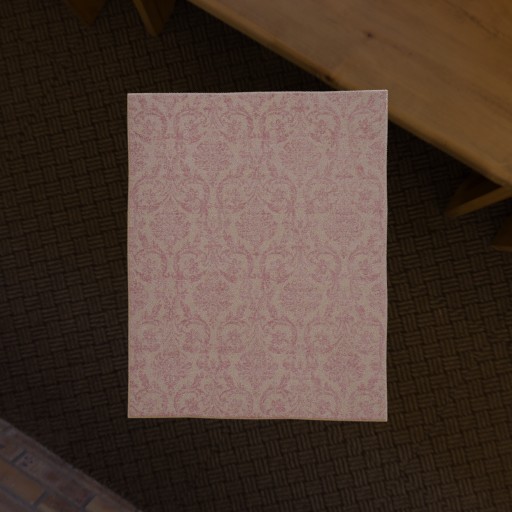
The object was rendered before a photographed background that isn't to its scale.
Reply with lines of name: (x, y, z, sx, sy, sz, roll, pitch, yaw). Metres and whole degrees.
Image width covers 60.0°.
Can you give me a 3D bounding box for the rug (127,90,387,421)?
rug: (0.000, 0.000, 4.032, 2.363, 0.012, 2.980, 0, 90, 2)
